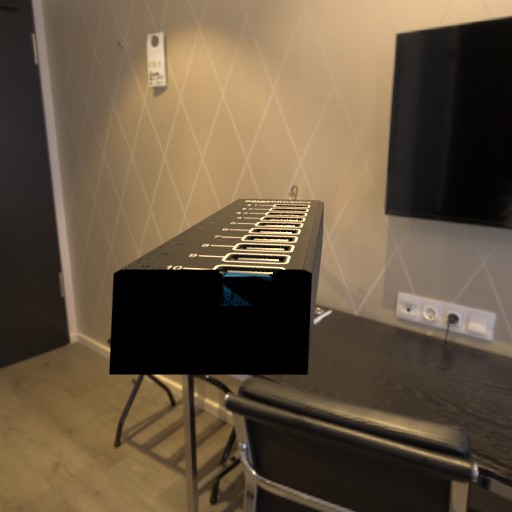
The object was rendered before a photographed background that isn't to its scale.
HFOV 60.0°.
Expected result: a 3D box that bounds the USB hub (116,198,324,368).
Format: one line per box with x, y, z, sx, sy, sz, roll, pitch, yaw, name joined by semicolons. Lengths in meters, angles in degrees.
0.000;0.000;0.158;0.044;0.023;0.145;2;15;9;USB hub
